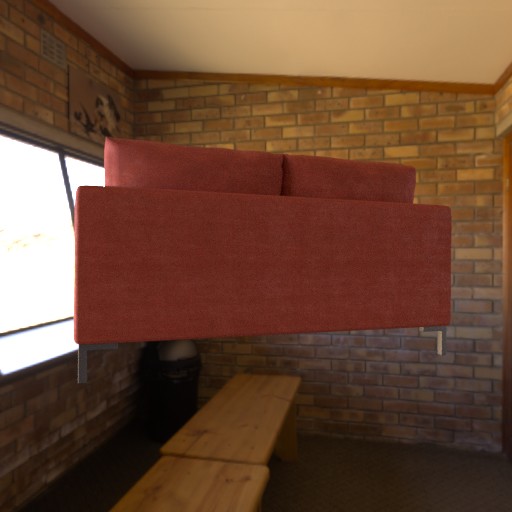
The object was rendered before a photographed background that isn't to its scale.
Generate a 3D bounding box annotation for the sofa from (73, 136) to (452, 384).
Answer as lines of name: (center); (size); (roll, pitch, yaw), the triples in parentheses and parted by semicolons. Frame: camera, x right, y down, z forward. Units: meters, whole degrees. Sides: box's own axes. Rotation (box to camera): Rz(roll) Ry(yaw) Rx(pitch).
sofa: (0.000, 0.000, 2.118); (1.574, 0.896, 0.864); (0, 1, -19)
